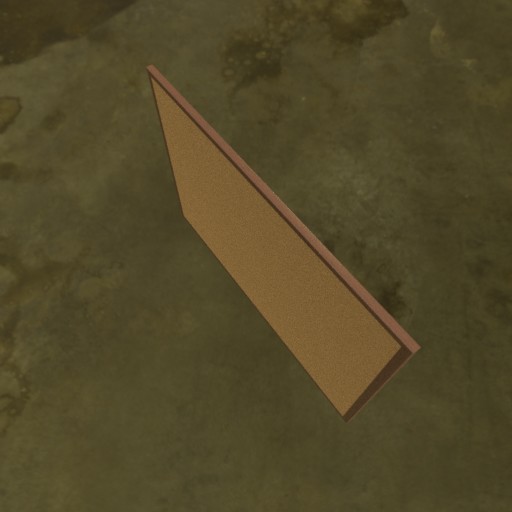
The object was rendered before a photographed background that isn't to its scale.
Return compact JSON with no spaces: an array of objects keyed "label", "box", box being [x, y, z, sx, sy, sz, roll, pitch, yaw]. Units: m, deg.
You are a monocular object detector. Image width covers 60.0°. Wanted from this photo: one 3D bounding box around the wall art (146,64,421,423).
[{"label":"wall art","box":[0.000,0.000,0.864,0.014,0.455,0.660,-32,64,-17]}]
